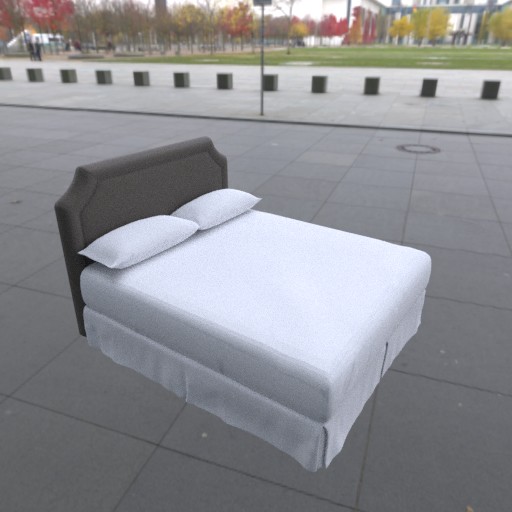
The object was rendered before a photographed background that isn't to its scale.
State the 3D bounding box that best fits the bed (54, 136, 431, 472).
[{"bbox_3d":[0.000,0.000,3.885,2.536,1.561,2.194,17,31,31],"label":"bed"}]
